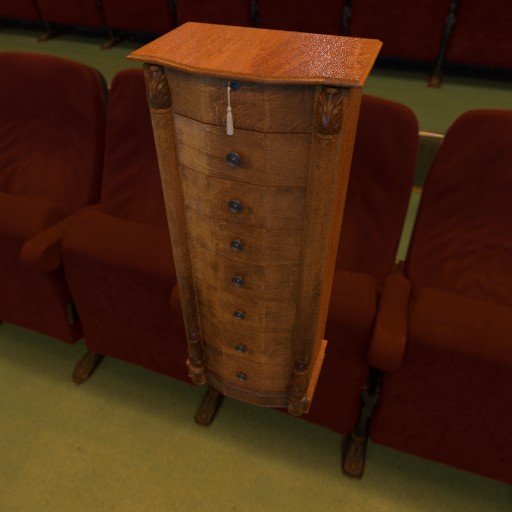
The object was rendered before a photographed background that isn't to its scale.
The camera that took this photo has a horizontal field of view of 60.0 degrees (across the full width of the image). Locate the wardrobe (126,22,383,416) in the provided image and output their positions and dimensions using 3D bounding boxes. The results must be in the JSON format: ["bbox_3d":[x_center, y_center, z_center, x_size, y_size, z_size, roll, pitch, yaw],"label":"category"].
[{"bbox_3d":[0.000,0.000,1.092,0.406,0.959,0.273,13,43,15],"label":"wardrobe"}]
